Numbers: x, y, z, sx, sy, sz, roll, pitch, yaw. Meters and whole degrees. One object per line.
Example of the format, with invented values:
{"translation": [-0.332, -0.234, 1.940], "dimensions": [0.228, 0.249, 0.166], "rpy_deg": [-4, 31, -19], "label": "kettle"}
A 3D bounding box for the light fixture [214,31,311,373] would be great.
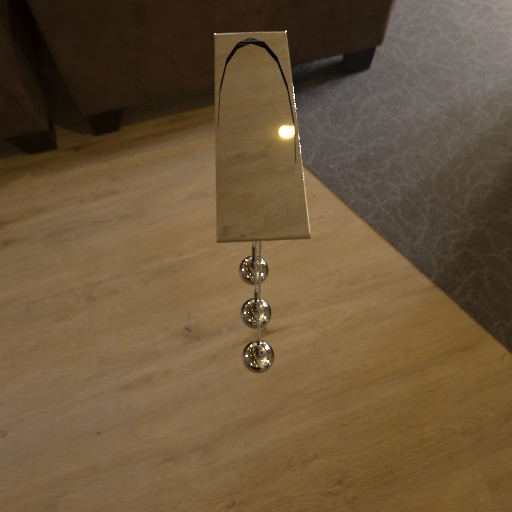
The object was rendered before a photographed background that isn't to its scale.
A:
{"translation": [0.000, 0.000, 1.650], "dimensions": [0.188, 1.408, 0.623], "rpy_deg": [-3, 64, -1], "label": "light fixture"}
